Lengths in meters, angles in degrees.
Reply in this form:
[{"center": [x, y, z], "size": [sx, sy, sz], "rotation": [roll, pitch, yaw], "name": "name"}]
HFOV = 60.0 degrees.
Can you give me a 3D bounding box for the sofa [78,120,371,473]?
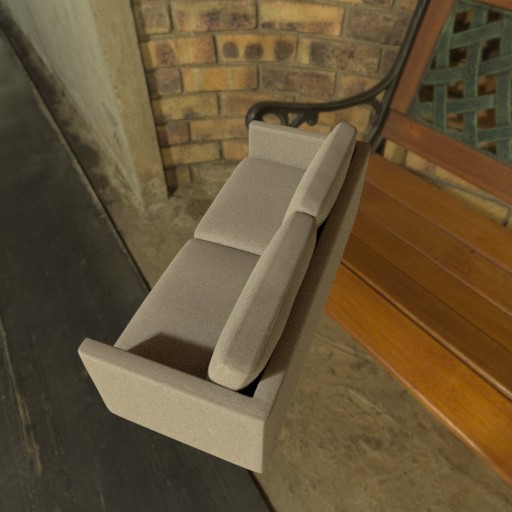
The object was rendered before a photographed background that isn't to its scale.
[{"center": [0.000, 0.000, 2.780], "size": [0.956, 0.963, 2.208], "rotation": [16, 49, 14], "name": "sofa"}]
